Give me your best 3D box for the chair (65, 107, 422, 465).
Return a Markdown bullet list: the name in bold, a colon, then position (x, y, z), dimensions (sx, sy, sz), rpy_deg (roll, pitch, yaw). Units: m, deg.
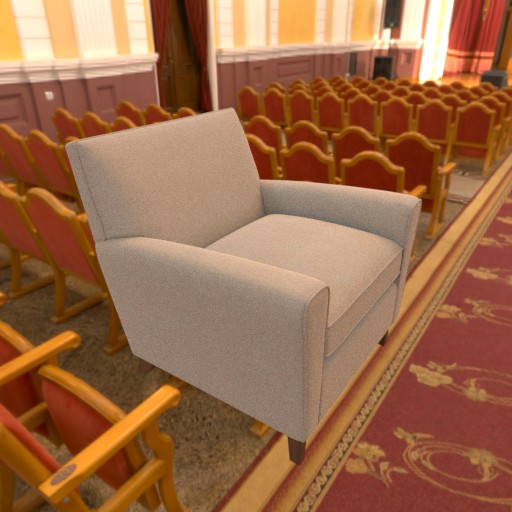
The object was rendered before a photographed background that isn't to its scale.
- **chair**: position (0.000, 0.000, 1.567), dimensions (0.871, 0.846, 0.840), rpy_deg (18, 32, 31)
